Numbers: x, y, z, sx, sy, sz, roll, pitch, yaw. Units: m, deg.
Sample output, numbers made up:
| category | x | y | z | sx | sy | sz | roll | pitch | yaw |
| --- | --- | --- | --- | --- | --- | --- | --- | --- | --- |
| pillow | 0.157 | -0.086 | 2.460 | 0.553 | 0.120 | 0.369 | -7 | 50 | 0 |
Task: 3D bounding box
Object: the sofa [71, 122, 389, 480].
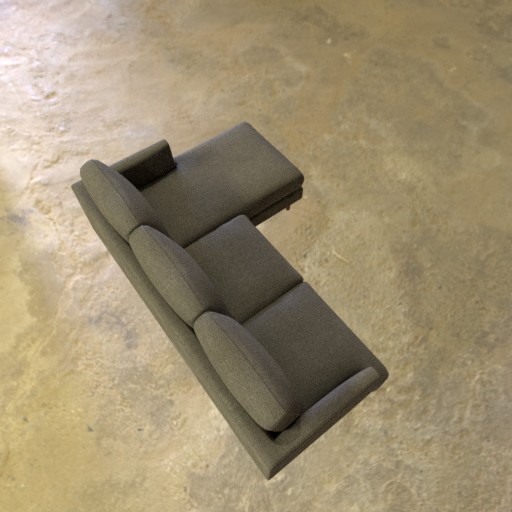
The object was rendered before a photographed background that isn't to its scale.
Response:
| category | x | y | z | sx | sy | sz | roll | pitch | yaw |
| --- | --- | --- | --- | --- | --- | --- | --- | --- | --- |
| sofa | 0.000 | 0.000 | 2.978 | 1.504 | 0.956 | 2.233 | -33 | 64 | -19 |
